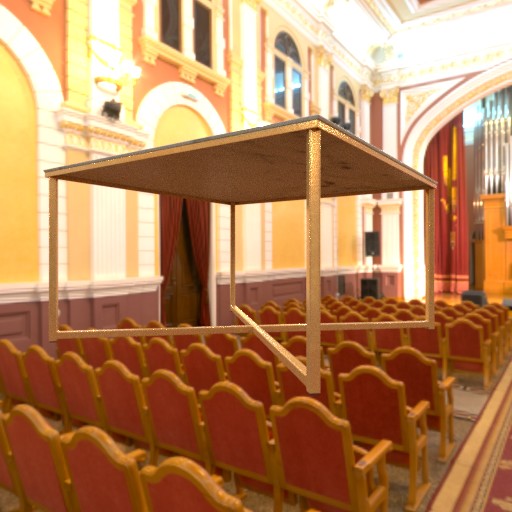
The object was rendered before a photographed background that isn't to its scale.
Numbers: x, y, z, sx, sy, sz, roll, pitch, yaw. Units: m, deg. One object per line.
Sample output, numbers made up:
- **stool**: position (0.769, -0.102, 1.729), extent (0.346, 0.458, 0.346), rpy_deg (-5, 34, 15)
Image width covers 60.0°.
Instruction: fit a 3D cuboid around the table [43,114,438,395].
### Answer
- **table**: position (0.000, 0.000, 1.258), extent (0.800, 0.450, 0.800), rpy_deg (0, 0, 35)
